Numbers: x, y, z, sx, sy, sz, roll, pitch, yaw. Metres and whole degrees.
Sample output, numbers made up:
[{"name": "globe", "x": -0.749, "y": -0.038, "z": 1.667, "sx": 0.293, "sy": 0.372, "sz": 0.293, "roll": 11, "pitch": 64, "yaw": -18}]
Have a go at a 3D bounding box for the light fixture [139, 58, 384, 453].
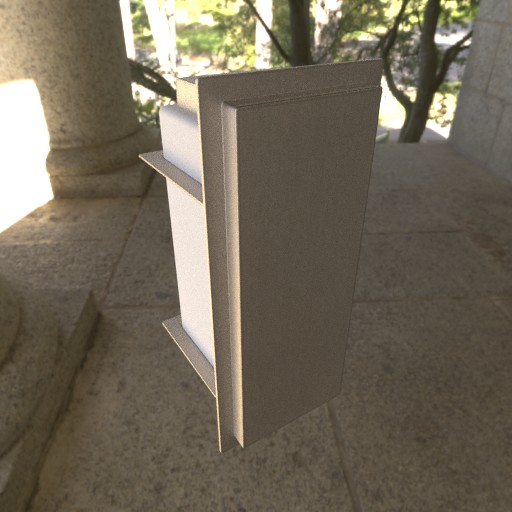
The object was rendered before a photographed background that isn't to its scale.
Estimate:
[{"name": "light fixture", "x": 0.000, "y": 0.000, "z": 0.462, "sx": 0.168, "sy": 0.380, "sz": 0.160, "roll": -18, "pitch": 36, "yaw": -28}]
